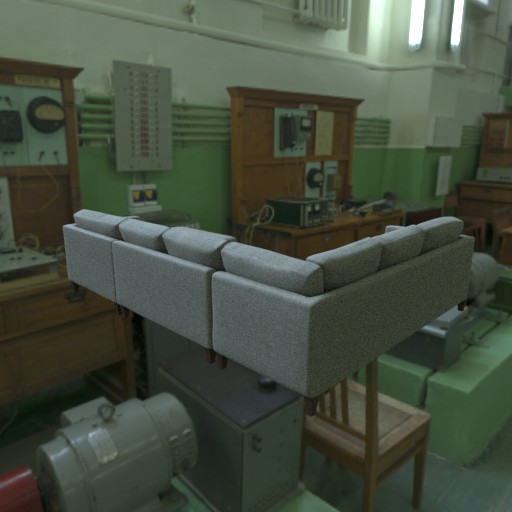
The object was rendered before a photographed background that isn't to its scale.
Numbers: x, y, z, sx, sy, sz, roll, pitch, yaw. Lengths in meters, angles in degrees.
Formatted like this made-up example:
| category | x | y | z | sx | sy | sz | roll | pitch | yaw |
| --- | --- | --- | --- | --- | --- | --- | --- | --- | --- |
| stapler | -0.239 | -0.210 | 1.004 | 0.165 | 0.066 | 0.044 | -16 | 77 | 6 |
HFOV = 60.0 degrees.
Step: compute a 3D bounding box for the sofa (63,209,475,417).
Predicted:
| category | x | y | z | sx | sy | sz | roll | pitch | yaw |
| --- | --- | --- | --- | --- | --- | --- | --- | --- | --- |
| sofa | 0.000 | 0.000 | 4.597 | 3.460 | 0.959 | 2.593 | 14 | 20 | 43 |
